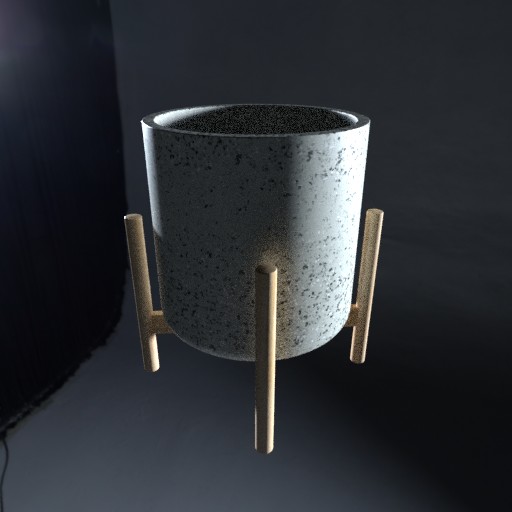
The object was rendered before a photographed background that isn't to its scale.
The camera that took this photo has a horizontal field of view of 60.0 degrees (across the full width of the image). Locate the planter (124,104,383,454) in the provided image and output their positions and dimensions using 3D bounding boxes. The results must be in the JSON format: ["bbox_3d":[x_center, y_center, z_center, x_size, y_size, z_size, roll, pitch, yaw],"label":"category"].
[{"bbox_3d":[0.000,0.000,0.693,0.360,0.419,0.360,8,26,17],"label":"planter"}]
